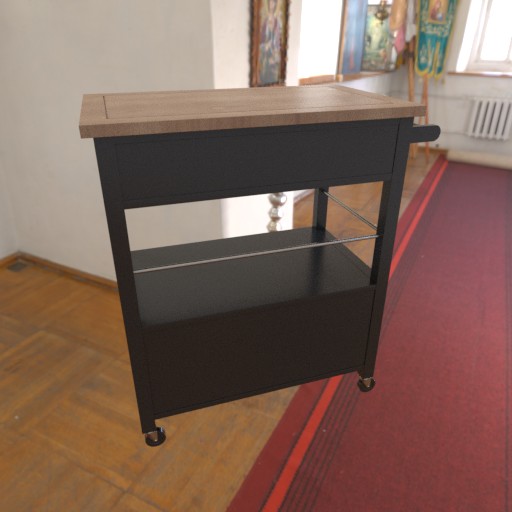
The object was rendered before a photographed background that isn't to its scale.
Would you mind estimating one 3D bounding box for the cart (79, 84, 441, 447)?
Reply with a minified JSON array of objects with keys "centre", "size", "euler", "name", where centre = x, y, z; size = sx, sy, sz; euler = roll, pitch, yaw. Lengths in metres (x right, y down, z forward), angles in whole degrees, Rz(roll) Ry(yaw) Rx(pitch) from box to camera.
[{"centre":[0.000,0.000,1.334],"size":[0.840,0.901,0.459],"euler":[-9,28,-16],"name":"cart"}]
